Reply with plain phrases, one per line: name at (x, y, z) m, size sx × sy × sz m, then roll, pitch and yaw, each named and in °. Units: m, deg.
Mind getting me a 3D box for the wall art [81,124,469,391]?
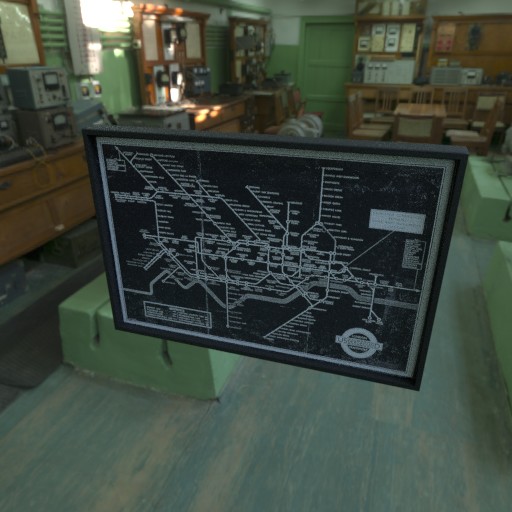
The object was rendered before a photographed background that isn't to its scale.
wall art at (0.000, 0.000, 0.860) m, size 0.671 × 0.456 × 0.051 m, roll 8°, pitch 27°, yaw 16°
